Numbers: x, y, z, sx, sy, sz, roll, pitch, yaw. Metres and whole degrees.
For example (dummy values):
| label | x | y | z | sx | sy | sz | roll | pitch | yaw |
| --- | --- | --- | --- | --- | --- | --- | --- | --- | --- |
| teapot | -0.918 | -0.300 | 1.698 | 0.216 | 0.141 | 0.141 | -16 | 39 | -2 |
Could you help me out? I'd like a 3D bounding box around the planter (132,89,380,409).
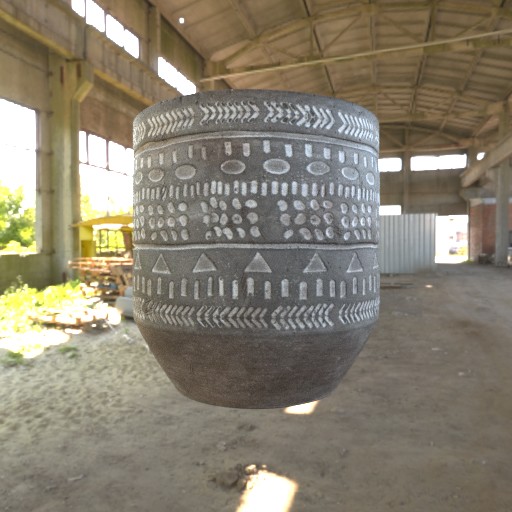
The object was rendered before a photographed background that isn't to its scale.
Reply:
| label | x | y | z | sx | sy | sz | roll | pitch | yaw |
| --- | --- | --- | --- | --- | --- | --- | --- | --- | --- |
| planter | 0.000 | 0.000 | 0.226 | 0.122 | 0.128 | 0.122 | 0 | 1 | 0 |
